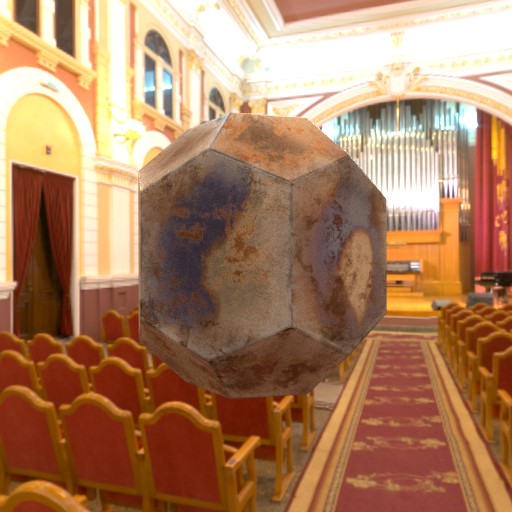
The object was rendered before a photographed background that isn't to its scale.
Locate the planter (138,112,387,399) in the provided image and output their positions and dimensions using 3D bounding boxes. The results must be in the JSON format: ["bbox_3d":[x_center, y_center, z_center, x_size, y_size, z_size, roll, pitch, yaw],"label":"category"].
[{"bbox_3d":[0.000,0.000,0.430,0.243,0.238,0.221,0,0,18],"label":"planter"}]
